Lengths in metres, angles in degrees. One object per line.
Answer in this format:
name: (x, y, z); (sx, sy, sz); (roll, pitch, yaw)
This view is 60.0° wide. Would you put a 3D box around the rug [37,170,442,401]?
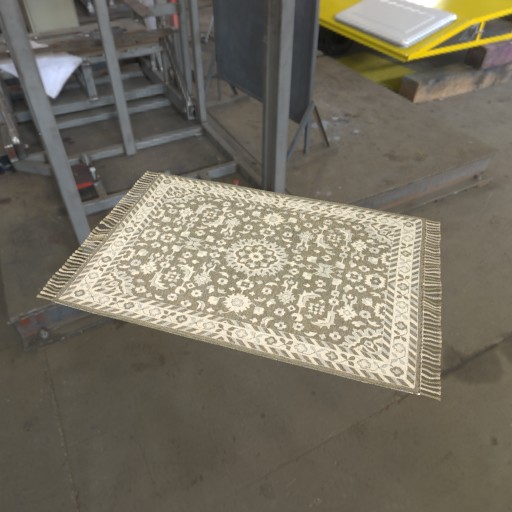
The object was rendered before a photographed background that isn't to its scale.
rug: (0.000, 0.000, 3.036); (2.431, 0.025, 1.530); (12, 44, 12)
